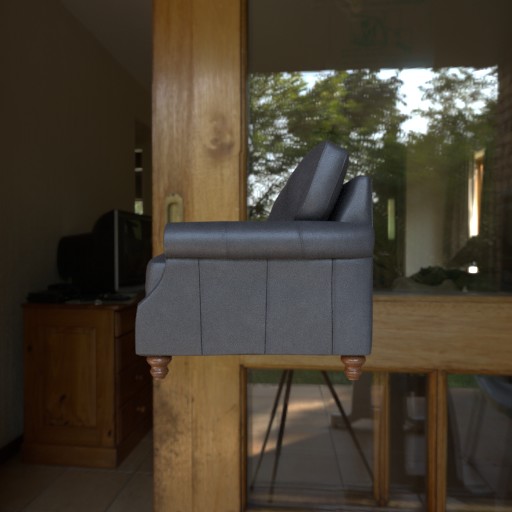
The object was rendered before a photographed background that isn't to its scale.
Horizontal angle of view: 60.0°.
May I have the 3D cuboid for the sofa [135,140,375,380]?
[{"bbox_3d":[0.000,0.000,2.852,0.974,0.977,2.387,0,1,0],"label":"sofa"}]
